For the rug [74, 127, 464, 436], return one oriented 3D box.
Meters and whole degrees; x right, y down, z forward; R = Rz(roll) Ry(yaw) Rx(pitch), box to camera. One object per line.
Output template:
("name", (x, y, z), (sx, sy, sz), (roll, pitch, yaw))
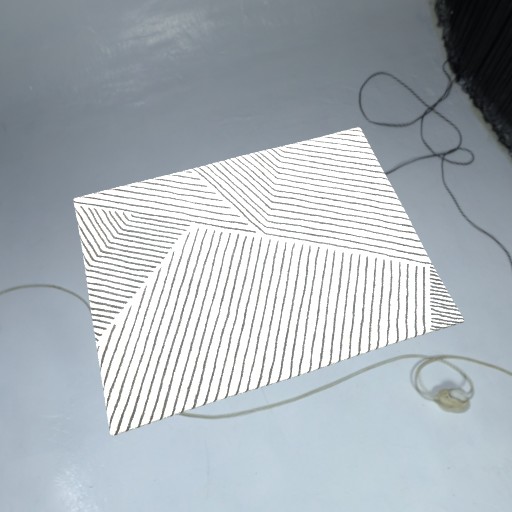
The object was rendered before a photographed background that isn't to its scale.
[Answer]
("rug", (0.000, 0.000, 3.273), (2.449, 0.028, 1.829), (-16, 65, -8))
